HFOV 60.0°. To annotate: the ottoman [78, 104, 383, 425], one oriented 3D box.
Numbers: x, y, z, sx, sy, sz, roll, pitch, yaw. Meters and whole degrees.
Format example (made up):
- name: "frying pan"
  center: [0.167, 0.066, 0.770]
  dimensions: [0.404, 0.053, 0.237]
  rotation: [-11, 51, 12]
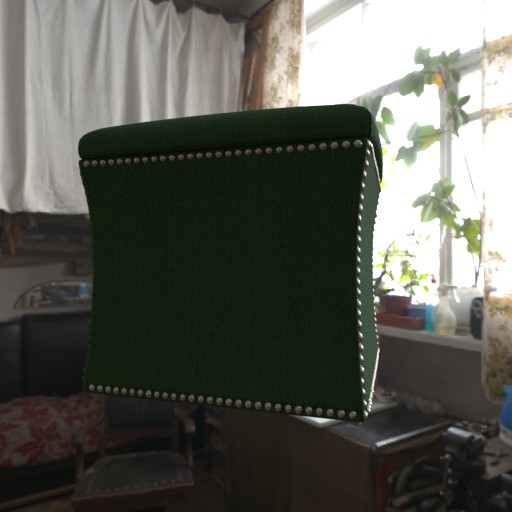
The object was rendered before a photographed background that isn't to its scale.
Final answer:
- name: "ottoman"
  center: [0.000, 0.000, 0.900]
  dimensions: [0.497, 0.475, 0.507]
  rotation: [0, 0, 17]
